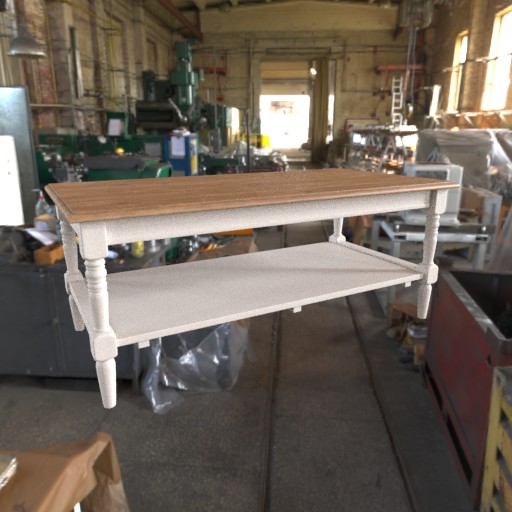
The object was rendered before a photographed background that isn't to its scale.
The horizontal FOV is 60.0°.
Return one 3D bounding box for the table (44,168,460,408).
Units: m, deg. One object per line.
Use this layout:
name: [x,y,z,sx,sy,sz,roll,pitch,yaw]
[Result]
table: [0.000,0.000,1.392,1.118,0.458,0.559,-9,18,-28]
